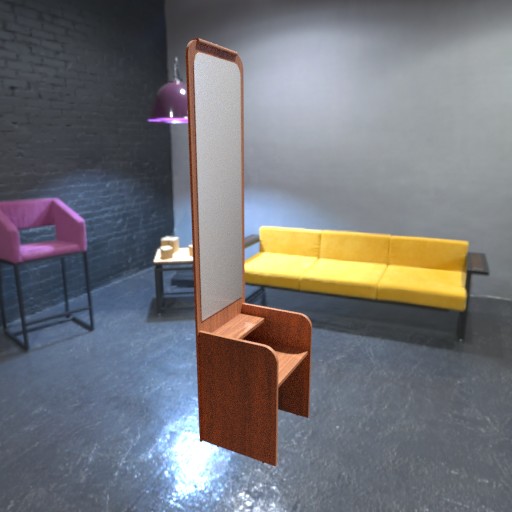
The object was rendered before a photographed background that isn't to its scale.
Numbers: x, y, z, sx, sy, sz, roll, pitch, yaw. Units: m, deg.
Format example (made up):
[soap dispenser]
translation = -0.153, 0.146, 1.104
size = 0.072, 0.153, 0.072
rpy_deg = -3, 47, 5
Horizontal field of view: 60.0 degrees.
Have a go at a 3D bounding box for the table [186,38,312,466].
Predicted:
[table]
translation = 0.000, 0.000, 2.055
size = 0.420, 1.830, 0.450
rpy_deg = 7, 16, 26
